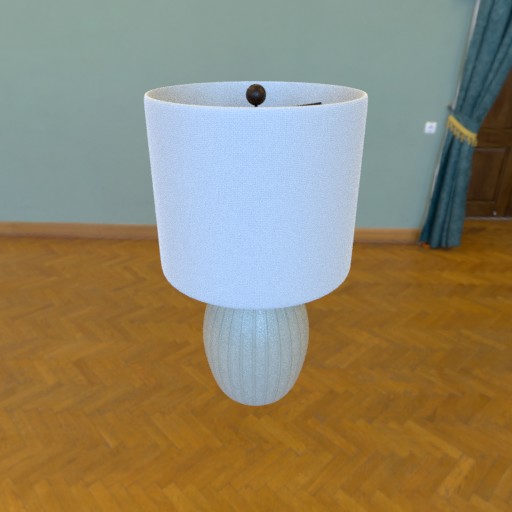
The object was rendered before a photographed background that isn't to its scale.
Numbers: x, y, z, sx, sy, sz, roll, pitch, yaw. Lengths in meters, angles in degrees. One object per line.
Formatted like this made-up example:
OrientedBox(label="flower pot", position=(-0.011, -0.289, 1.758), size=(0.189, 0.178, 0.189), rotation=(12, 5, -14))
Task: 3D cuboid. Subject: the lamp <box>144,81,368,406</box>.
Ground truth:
OrientedBox(label="lamp", position=(0.000, 0.000, 0.785), size=(0.329, 0.570, 0.329), rotation=(0, 27, 1))
